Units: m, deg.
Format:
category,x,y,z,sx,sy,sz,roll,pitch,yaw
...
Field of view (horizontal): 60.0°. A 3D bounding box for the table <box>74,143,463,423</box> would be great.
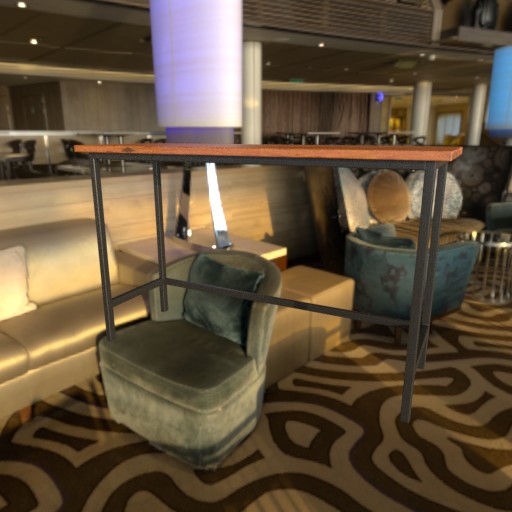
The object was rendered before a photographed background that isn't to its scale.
category,x,y,z,sx,sy,sz,roll,pitch,yaw
table,0.000,0.000,1.536,1.204,0.740,0.408,8,17,26
